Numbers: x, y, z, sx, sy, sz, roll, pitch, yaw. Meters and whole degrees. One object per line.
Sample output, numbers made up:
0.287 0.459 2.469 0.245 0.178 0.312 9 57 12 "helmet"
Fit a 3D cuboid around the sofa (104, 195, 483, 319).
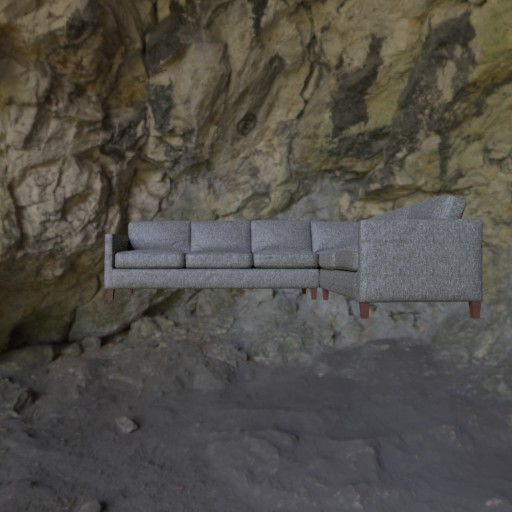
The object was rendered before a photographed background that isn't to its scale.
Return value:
0.000 0.000 4.462 3.302 0.947 2.593 0 -1 -2 "sofa"
